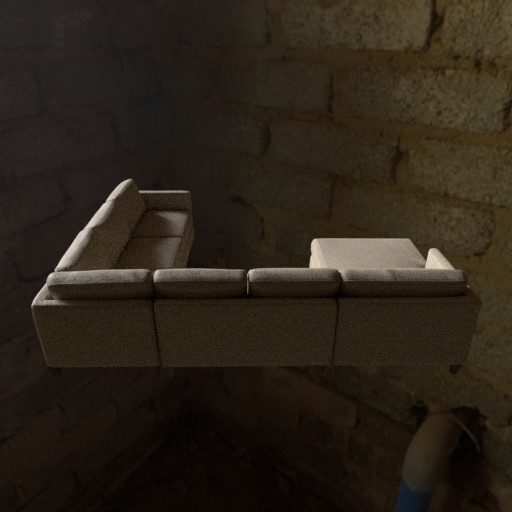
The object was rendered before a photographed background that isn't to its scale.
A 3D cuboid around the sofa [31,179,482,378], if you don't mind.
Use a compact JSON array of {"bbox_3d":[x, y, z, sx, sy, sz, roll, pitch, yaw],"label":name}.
[{"bbox_3d":[0.000,0.000,4.571,3.460,0.959,2.593,0,28,-1],"label":"sofa"}]
